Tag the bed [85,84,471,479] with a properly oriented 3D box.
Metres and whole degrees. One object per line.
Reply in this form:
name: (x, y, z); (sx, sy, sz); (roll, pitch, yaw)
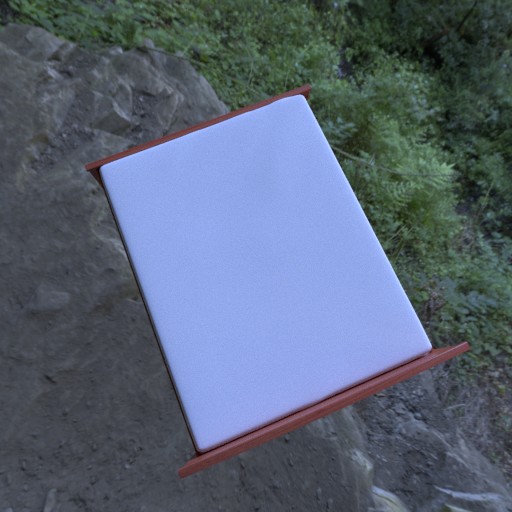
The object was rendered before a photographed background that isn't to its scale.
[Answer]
bed: (0.000, 0.000, 2.927); (1.683, 0.848, 2.053); (-22, 76, -6)
